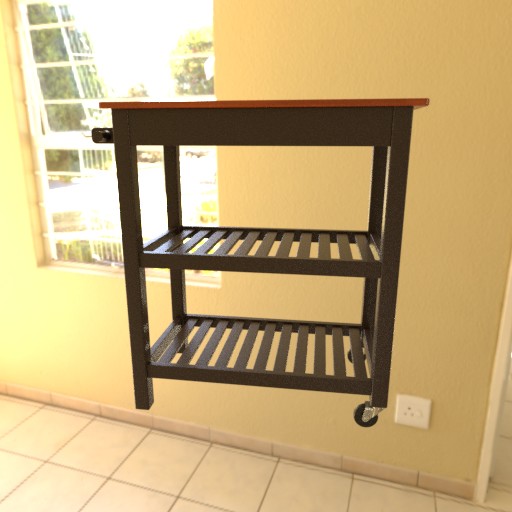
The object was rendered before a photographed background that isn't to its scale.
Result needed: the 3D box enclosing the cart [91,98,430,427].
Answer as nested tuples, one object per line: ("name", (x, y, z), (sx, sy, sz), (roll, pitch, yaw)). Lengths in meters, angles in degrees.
("cart", (0.000, 0.000, 1.444), (0.899, 0.927, 0.457), (2, 15, 8))
